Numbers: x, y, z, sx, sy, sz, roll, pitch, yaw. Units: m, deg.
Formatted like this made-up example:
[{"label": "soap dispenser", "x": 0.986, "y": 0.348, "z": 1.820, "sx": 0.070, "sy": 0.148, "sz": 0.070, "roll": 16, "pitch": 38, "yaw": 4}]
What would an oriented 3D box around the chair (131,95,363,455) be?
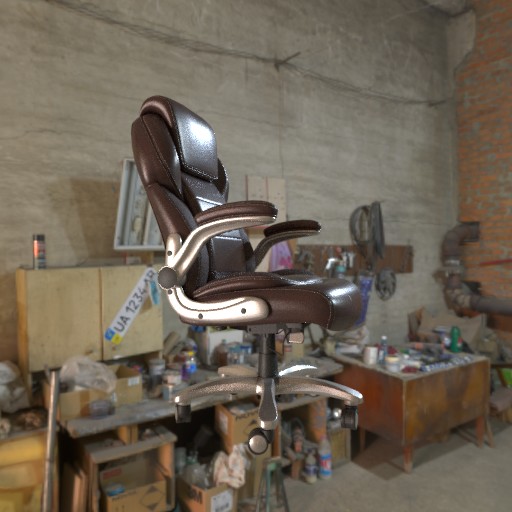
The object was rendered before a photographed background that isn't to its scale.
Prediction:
[{"label": "chair", "x": 0.000, "y": 0.000, "z": 1.639, "sx": 0.774, "sy": 1.160, "sz": 0.733, "roll": 0, "pitch": 0, "yaw": 19}]
